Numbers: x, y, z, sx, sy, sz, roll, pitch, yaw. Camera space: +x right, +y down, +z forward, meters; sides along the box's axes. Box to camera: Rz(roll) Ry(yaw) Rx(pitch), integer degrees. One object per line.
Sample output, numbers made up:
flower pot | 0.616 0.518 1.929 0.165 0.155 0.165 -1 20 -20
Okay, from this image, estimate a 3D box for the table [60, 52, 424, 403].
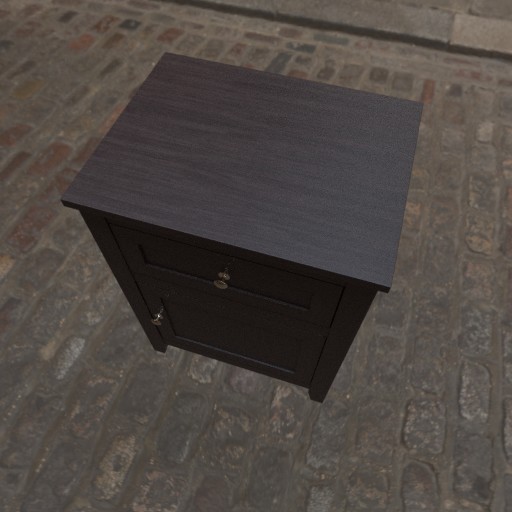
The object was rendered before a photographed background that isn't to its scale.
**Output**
table | 0.000 0.000 0.966 0.480 0.635 0.381 15 59 9
